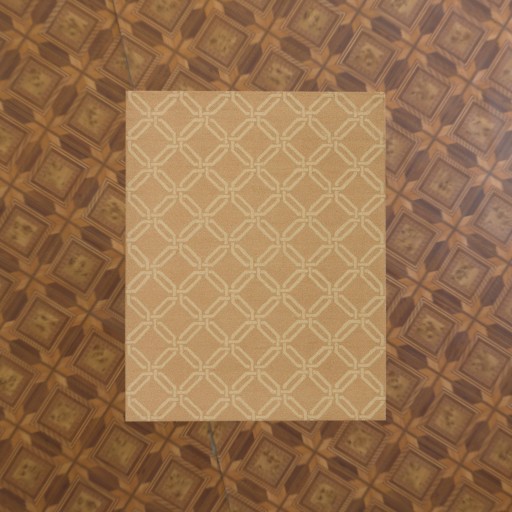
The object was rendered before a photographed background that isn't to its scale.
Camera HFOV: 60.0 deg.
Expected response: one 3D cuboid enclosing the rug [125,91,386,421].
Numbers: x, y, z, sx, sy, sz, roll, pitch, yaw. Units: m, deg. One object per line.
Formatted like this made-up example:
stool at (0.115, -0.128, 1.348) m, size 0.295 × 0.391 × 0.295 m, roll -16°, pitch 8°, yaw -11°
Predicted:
rug at (0.000, 0.000, 3.896) m, size 2.288 × 0.018 × 2.895 m, roll 0°, pitch 90°, yaw -1°
